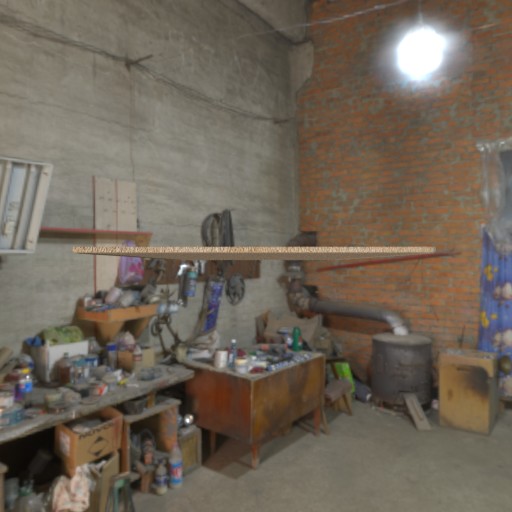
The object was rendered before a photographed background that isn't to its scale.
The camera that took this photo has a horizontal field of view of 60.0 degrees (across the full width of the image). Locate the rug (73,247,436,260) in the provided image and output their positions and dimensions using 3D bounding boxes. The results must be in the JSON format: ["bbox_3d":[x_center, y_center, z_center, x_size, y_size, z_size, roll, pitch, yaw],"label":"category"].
[{"bbox_3d":[0.000,0.000,2.968,1.500,0.026,2.349,0,-1,0],"label":"rug"}]
